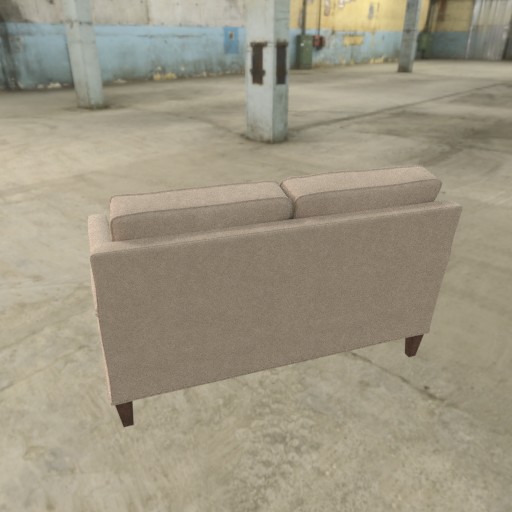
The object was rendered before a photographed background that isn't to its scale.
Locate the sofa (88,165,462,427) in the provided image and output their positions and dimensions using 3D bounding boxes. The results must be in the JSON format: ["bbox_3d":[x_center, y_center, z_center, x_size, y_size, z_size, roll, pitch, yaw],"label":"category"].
[{"bbox_3d":[0.000,0.000,2.255,1.597,1.002,1.084,-8,27,-17],"label":"sofa"}]
